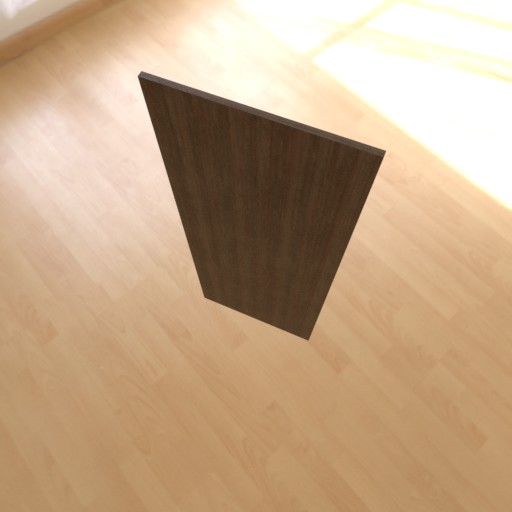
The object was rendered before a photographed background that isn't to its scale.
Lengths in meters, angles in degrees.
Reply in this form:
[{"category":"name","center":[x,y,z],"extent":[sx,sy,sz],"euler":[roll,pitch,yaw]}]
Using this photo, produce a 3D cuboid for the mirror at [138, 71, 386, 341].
[{"category":"mirror","center":[0.000,0.000,2.266],"extent":[0.812,2.032,0.025],"euler":[21,66,10]}]
